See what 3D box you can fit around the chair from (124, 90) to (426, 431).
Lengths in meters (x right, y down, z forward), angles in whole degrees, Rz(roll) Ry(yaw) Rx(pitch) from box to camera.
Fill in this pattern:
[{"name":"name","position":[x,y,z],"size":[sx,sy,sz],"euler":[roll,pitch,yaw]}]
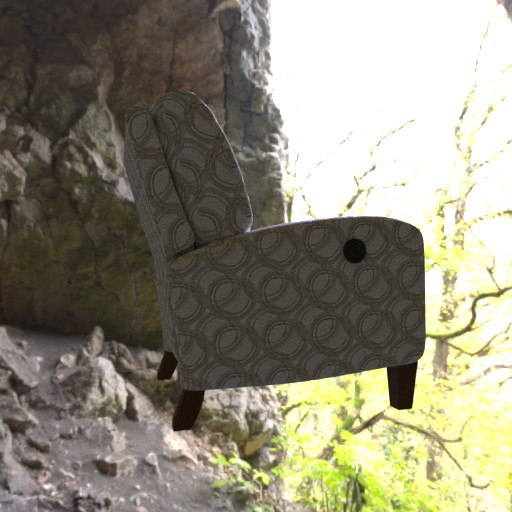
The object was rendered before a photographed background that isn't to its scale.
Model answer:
[{"name":"chair","position":[0.000,0.000,1.746],"size":[0.995,1.065,0.796],"euler":[0,0,-17]}]
